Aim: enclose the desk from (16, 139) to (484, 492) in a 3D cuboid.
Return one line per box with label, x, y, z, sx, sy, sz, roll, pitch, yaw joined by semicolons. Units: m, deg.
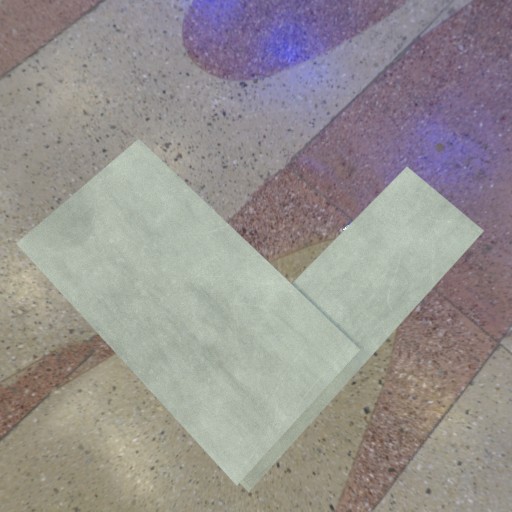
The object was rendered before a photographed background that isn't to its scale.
desk;0.000;0.000;2.260;1.400;0.740;1.500;44;80;10
